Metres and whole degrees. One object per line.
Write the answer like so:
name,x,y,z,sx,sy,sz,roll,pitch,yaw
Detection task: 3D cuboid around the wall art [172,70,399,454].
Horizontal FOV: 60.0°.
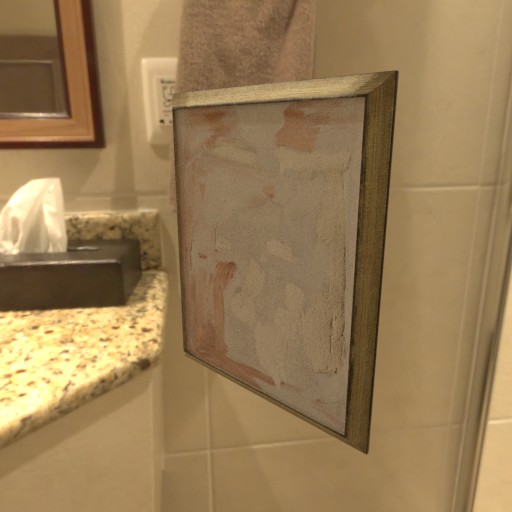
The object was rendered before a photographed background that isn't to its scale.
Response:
wall art,0.000,0.000,0.629,0.381,0.457,0.023,14,21,42
